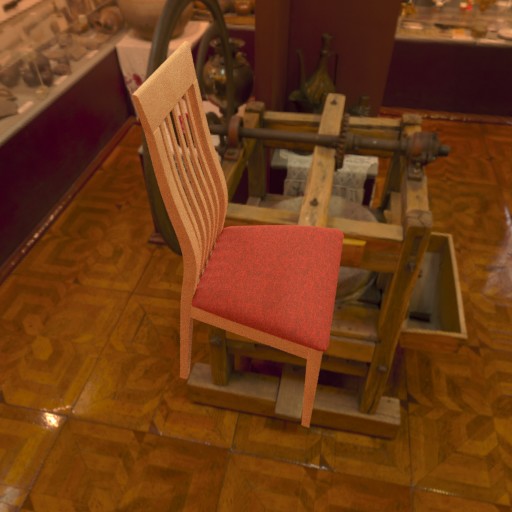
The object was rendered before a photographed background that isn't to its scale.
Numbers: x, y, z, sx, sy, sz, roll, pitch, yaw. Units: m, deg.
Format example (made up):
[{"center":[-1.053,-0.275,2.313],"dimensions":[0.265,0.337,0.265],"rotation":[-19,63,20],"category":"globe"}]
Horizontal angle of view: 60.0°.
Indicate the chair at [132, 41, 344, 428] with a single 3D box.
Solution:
[{"center":[0.000,0.000,1.252],"dimensions":[0.474,1.027,0.460],"rotation":[9,45,9],"category":"chair"}]
